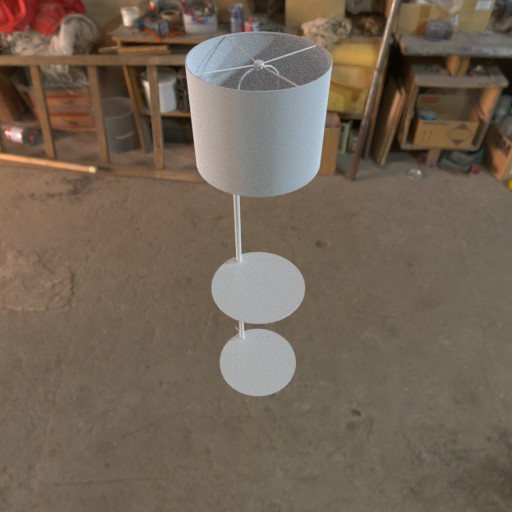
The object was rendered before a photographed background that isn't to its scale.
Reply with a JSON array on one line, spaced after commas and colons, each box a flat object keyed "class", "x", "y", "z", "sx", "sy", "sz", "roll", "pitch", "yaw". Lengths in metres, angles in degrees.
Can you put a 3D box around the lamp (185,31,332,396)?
[{"class": "lamp", "x": 0.000, "y": 0.000, "z": 1.658, "sx": 0.372, "sy": 1.465, "sz": 0.405, "roll": -23, "pitch": 50, "yaw": -21}]
